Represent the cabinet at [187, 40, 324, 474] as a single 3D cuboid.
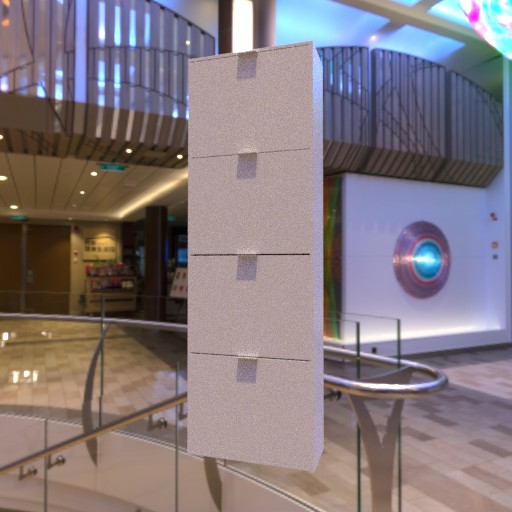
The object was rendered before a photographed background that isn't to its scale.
[{"bbox_3d":[0.000,0.000,1.846,0.520,1.630,0.255,0,-1,18],"label":"cabinet"}]
